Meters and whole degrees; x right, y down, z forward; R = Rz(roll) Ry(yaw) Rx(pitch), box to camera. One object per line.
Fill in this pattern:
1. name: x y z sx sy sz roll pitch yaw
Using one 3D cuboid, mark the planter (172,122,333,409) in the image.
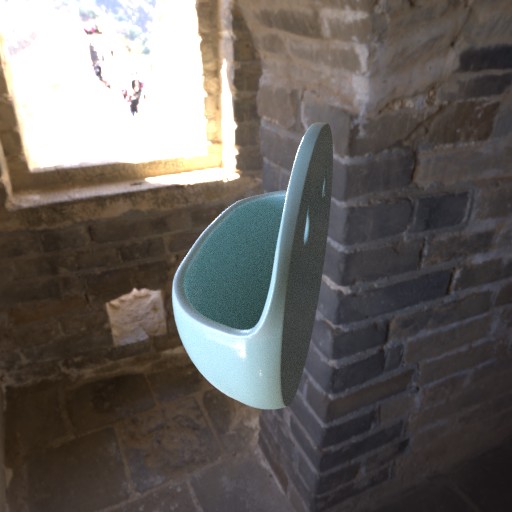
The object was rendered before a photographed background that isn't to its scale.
1. planter: 0.000 0.000 0.279 0.073 0.164 0.189 8 30 13
